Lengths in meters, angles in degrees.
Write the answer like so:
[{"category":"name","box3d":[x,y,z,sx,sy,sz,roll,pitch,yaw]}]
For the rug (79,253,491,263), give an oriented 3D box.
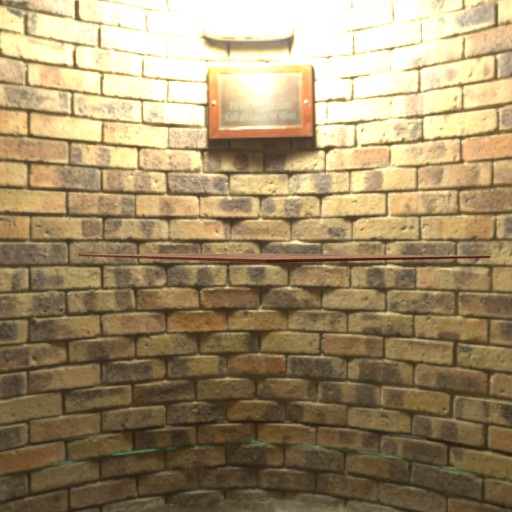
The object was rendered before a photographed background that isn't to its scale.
[{"category":"rug","box3d":[0.000,0.000,2.859,1.593,0.013,2.211,-1,1,-37]}]
